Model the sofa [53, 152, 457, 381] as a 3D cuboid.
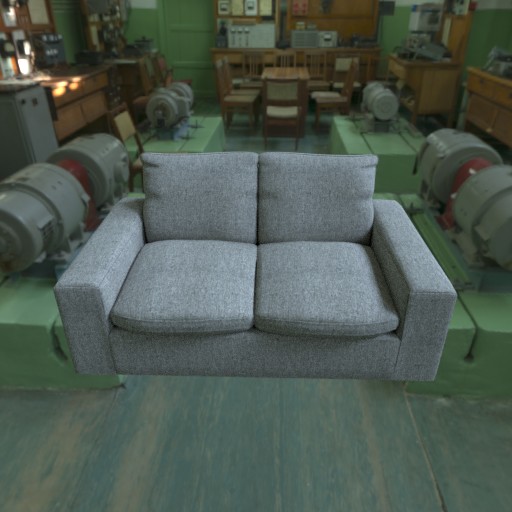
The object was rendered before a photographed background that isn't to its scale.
[{"bbox_3d":[0.000,0.000,2.373,1.758,0.877,1.094,1,30,1],"label":"sofa"}]
